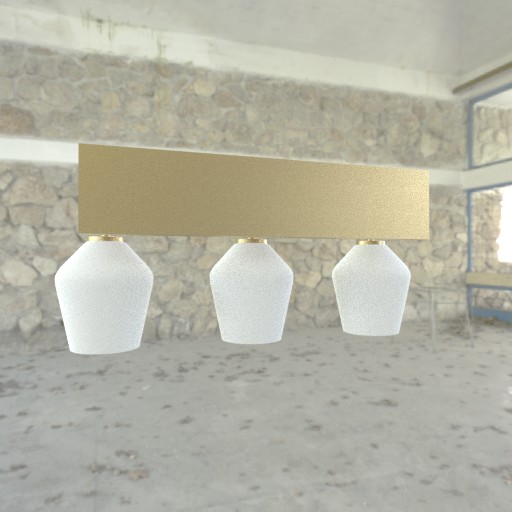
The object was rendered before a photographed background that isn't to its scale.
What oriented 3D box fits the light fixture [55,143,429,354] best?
[{"bbox_3d":[0.000,0.000,0.729,0.609,0.280,0.190,0,0,-19],"label":"light fixture"}]
